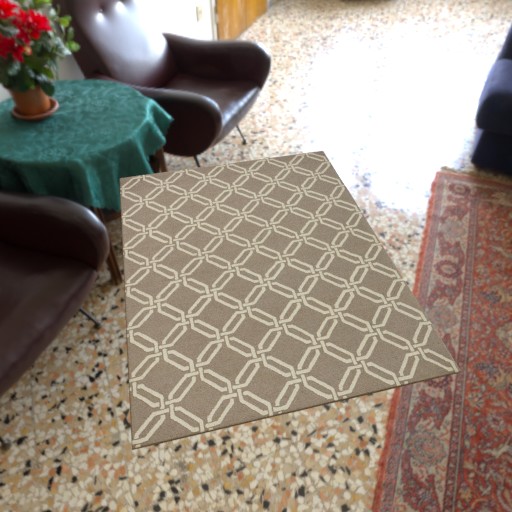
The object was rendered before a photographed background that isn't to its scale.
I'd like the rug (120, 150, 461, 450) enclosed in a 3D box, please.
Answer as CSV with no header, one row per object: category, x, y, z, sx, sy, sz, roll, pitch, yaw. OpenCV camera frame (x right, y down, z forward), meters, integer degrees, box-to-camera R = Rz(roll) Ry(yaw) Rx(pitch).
rug,0.000,0.000,3.917,2.288,0.018,2.895,-10,47,-9
